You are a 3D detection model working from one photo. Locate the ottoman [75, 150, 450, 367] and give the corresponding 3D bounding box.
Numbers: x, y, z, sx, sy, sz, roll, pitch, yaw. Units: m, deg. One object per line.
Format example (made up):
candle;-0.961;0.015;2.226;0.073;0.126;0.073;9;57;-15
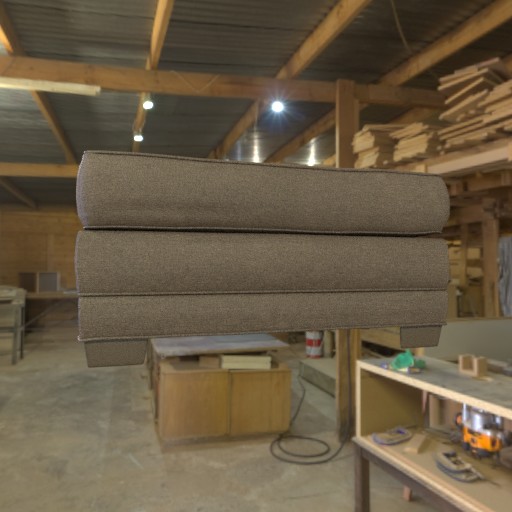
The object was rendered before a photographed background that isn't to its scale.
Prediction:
ottoman;0.000;0.000;1.167;0.864;0.448;0.490;0;-2;-17
